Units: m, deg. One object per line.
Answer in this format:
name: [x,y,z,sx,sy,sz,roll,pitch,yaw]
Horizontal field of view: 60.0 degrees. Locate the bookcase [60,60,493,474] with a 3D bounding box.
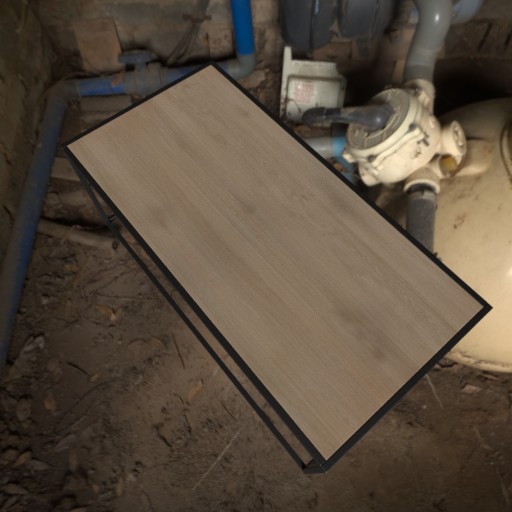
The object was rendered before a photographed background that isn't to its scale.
bookcase: [0.000,0.000,1.232,0.500,0.400,1.000,-37,69,-17]
